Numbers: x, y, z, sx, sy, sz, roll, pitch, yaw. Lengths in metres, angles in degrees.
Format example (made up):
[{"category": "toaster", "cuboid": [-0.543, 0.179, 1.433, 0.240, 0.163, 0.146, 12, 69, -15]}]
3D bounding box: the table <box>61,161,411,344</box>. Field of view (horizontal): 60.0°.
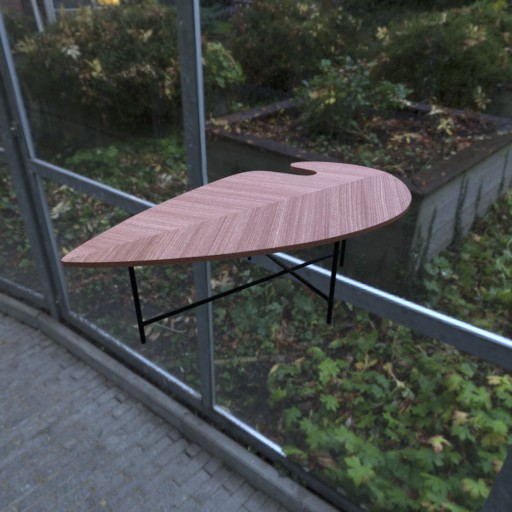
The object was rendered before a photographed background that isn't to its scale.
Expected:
[{"category": "table", "cuboid": [0.000, 0.000, 1.515, 1.199, 0.360, 0.598, -18, 35, -28]}]
